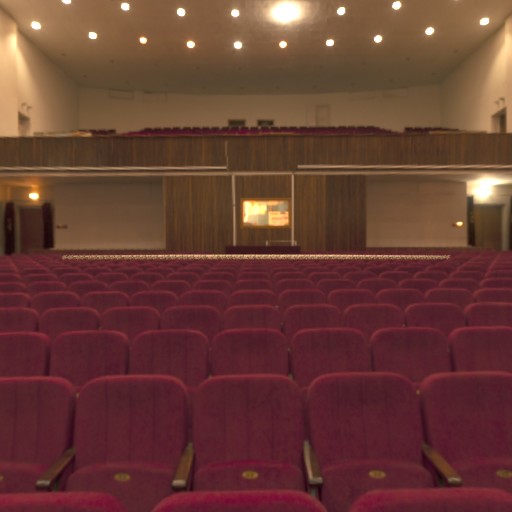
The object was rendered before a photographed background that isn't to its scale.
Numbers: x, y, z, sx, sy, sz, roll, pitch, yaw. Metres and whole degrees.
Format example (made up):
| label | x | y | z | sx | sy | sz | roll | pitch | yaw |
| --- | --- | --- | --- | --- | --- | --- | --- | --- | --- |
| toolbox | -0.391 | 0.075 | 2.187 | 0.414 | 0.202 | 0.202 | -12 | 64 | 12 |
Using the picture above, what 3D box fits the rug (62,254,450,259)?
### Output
| label | x | y | z | sx | sy | sz | roll | pitch | yaw |
| --- | --- | --- | --- | --- | --- | --- | --- | --- | --- |
| rug | 0.000 | 0.000 | 2.274 | 1.223 | 0.015 | 1.771 | 0 | 0 | 0 |
